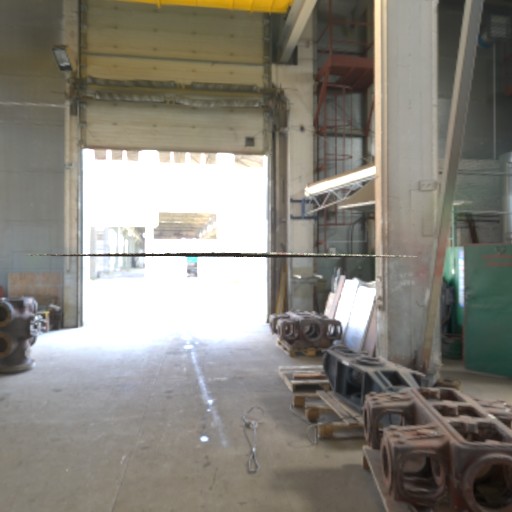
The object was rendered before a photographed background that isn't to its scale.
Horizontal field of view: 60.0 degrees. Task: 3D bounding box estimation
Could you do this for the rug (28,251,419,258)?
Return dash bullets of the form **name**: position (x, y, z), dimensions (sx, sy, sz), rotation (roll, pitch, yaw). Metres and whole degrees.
- **rug**: position (0.000, 0.000, 3.084), dimensions (1.524, 0.011, 2.438), rotation (0, -1, 37)
